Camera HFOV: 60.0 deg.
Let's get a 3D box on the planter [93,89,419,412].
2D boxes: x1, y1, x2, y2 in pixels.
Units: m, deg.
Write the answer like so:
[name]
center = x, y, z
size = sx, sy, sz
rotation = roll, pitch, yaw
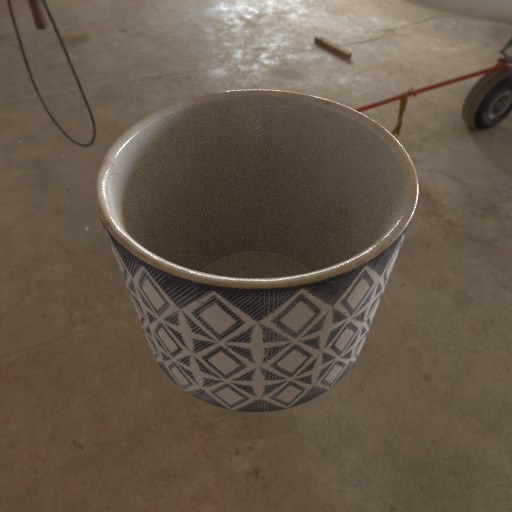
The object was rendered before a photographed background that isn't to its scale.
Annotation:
[planter]
center = 0.000, 0.000, 0.330
size = 0.192, 0.165, 0.192
rotation = 0, 47, 0
